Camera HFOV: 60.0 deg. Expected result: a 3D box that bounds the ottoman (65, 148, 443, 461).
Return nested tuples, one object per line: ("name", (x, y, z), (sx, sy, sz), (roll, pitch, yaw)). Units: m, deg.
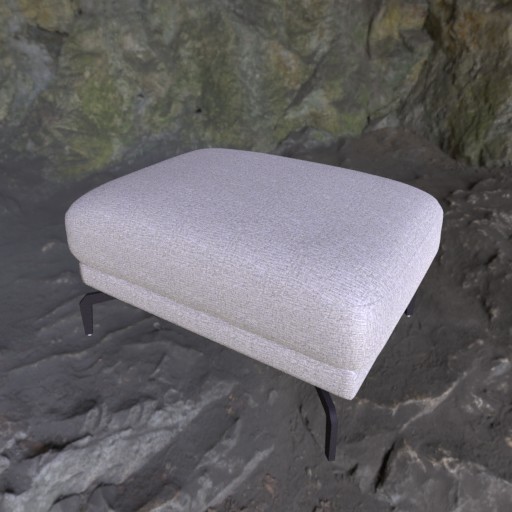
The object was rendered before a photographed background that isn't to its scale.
("ottoman", (0.000, 0.000, 1.100), (0.772, 0.420, 0.568), (17, 34, 28))
